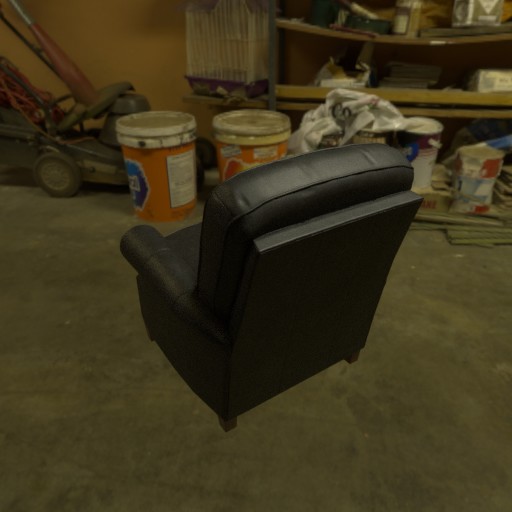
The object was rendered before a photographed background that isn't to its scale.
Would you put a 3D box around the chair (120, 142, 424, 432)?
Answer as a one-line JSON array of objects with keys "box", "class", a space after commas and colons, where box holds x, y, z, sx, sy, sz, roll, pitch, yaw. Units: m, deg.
[{"box": [0.000, 0.000, 1.807, 0.936, 1.018, 0.986, -19, 34, -30], "class": "chair"}]
